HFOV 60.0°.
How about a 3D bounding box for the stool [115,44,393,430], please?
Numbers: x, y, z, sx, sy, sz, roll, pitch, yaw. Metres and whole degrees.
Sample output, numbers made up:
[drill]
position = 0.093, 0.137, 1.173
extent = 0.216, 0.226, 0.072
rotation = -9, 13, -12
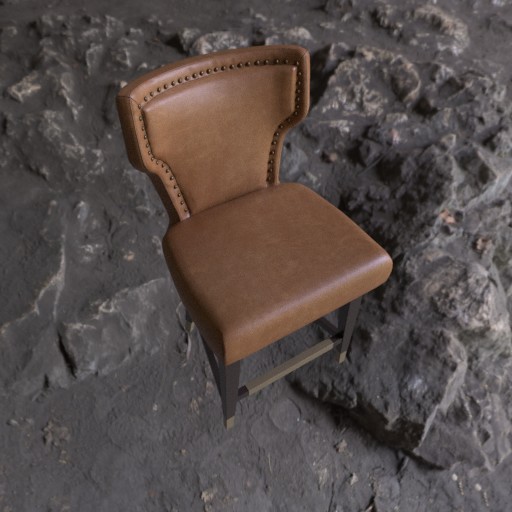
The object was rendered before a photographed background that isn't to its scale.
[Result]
[stool]
position = 0.000, 0.000, 1.290
extent = 0.526, 0.982, 0.563
rotation = -24, 51, -21
